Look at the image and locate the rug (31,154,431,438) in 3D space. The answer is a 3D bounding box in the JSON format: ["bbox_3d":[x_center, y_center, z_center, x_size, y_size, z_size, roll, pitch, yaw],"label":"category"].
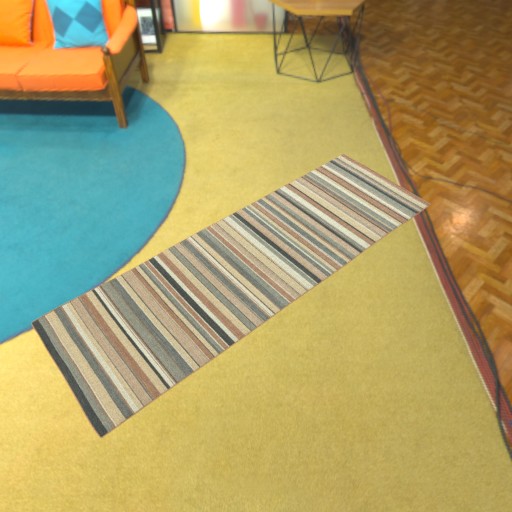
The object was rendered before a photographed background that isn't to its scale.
[{"bbox_3d":[0.000,0.000,2.665,2.444,0.010,0.799,-32,54,-27],"label":"rug"}]
